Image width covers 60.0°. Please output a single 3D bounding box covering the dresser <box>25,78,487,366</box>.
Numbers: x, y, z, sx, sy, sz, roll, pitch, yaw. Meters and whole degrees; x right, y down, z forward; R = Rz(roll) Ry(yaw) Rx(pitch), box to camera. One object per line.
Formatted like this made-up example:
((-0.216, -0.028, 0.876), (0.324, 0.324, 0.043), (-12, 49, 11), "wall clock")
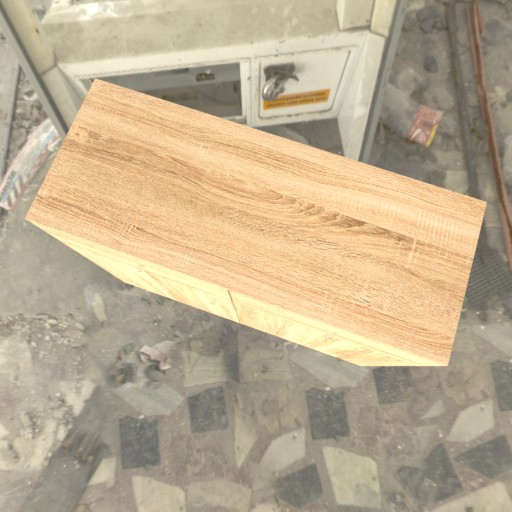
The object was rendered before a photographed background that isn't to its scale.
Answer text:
((0.000, 0.000, 1.567), (1.100, 0.900, 0.450), (19, 77, 5), "dresser")
